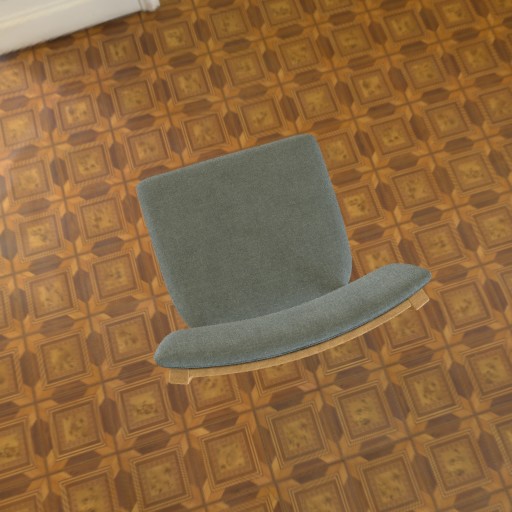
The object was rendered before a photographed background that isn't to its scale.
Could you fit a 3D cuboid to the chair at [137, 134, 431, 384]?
[{"bbox_3d":[0.000,0.000,1.174,0.508,0.832,0.572,-17,76,-4],"label":"chair"}]
